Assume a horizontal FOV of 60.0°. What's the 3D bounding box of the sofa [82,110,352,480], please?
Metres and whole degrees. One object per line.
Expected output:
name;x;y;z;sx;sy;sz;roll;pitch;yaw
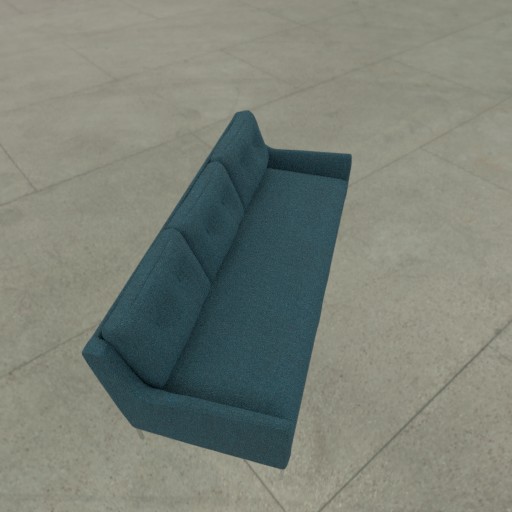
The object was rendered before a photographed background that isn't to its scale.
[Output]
sofa;0.000;0.000;2.552;0.849;0.837;2.060;11;46;11
